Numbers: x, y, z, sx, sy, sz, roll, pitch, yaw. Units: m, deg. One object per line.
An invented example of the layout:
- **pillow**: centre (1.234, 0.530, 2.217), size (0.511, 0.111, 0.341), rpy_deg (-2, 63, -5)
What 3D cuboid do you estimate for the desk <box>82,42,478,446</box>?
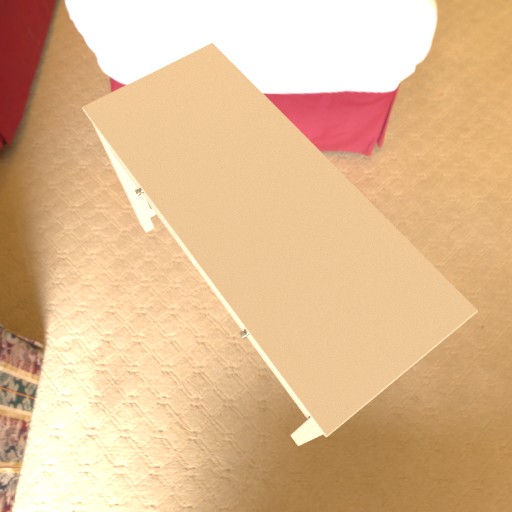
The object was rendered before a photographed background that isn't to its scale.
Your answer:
- **desk**: centre (0.000, 0.000, 1.591), size (0.504, 0.762, 1.191), rpy_deg (-34, 69, -15)
